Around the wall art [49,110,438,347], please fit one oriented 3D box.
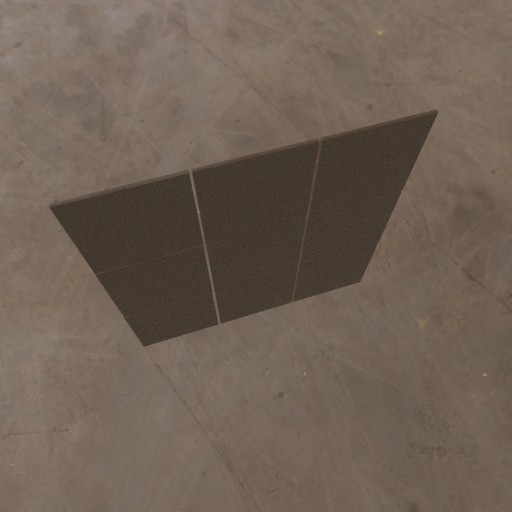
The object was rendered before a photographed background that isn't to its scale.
[{"bbox_3d":[0.000,0.000,1.850,1.216,1.216,0.013,-16,62,-9],"label":"wall art"}]
